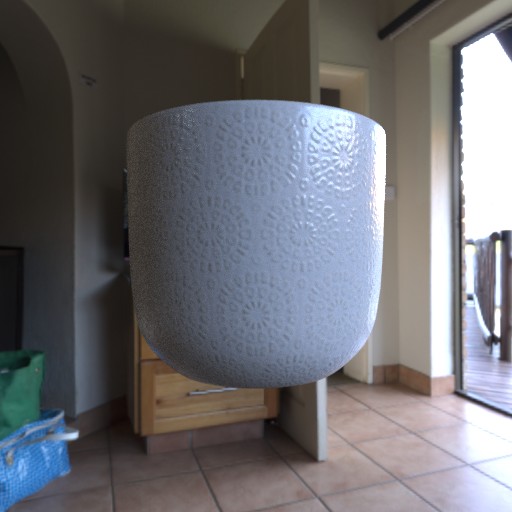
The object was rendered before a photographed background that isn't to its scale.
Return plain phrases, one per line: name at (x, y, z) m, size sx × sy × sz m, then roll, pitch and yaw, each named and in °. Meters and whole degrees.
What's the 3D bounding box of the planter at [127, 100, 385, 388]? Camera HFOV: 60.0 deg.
planter at (0.000, 0.000, 0.371) m, size 0.208 × 0.190 × 0.208 m, roll 0°, pitch 0°, yaw 0°
